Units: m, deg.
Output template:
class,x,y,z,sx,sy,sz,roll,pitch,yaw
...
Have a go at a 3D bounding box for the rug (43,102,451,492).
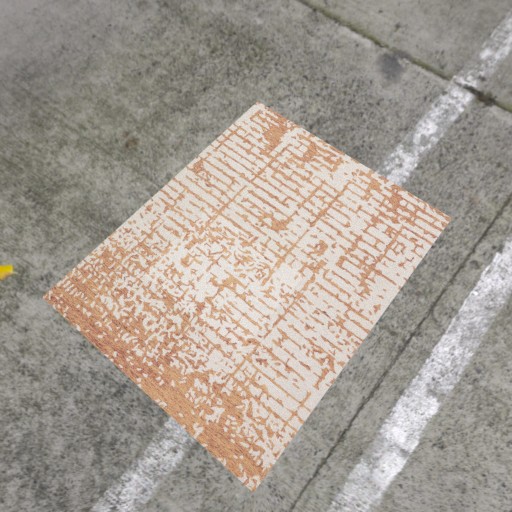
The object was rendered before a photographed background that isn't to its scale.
class,x,y,z,sx,sy,sz,roll,pitch,yaw
rug,0.000,0.000,4.143,2.441,0.011,3.050,36,69,16
